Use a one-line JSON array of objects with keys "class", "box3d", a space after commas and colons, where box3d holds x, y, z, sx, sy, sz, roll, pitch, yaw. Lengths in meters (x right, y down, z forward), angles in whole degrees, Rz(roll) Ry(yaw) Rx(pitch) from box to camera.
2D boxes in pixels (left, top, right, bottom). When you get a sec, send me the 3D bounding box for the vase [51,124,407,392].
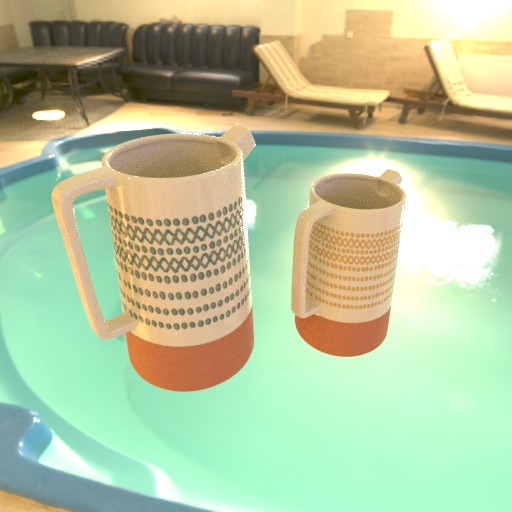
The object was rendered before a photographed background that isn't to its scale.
[{"class": "vase", "box3d": [0.000, 0.000, 0.464, 0.326, 0.247, 0.168, 0, 32, 0]}]
